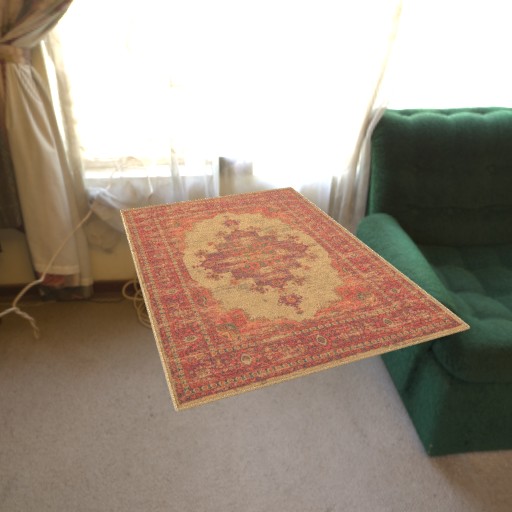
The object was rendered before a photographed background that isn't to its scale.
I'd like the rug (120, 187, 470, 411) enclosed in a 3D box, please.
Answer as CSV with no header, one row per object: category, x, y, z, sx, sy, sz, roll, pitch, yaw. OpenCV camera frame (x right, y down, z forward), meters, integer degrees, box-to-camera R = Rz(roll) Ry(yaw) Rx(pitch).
rug,0.000,0.000,2.980,1.555,0.011,2.232,-10,31,-18
